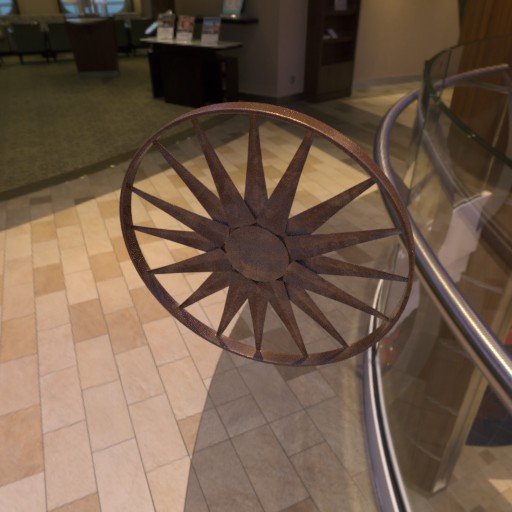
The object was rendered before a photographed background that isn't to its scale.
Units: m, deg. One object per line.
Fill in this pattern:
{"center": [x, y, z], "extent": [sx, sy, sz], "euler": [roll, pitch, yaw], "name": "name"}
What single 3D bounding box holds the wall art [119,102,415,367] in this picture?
{"center": [0.000, 0.000, 0.862], "extent": [0.582, 0.583, 0.084], "euler": [10, 33, 16], "name": "wall art"}
